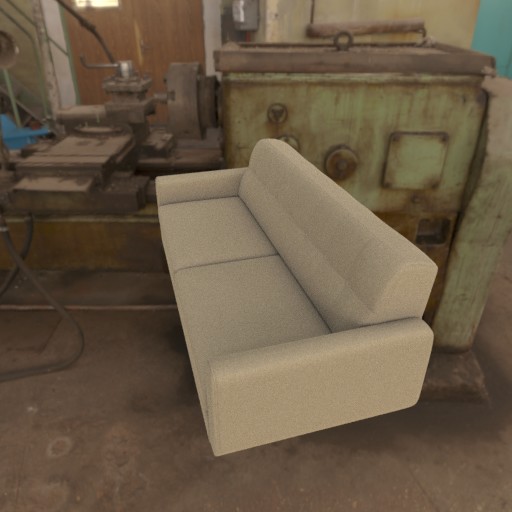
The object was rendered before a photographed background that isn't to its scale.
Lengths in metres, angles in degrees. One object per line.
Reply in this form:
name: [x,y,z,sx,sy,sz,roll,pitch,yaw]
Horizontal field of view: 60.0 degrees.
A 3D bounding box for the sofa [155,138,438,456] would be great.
sofa: [0.000,0.000,2.628,0.980,0.892,2.137,-8,31,-14]
